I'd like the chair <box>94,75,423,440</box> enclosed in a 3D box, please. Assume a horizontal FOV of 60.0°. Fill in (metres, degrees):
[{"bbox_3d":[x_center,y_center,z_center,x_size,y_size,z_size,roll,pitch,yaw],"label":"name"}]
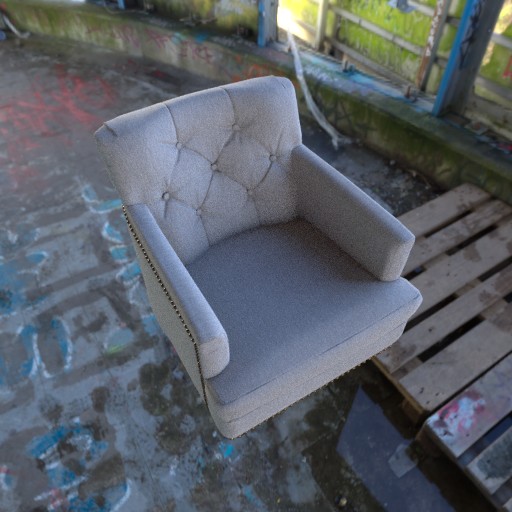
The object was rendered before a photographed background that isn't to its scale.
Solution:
[{"bbox_3d":[0.000,0.000,1.529,0.737,0.823,0.902,-24,52,-20],"label":"chair"}]
